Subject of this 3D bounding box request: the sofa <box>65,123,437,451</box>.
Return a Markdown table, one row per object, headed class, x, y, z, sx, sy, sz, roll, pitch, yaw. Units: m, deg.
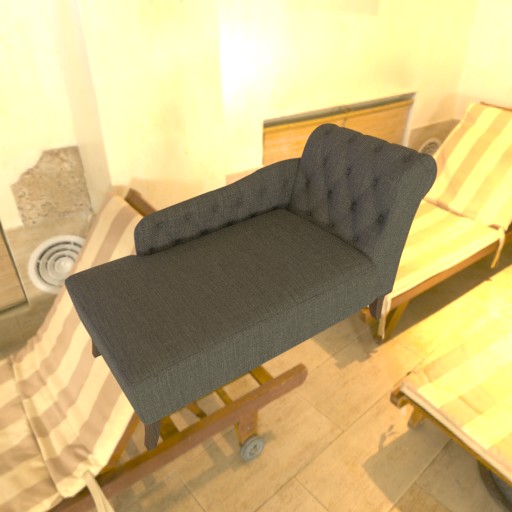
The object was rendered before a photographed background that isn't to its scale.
| class | x | y | z | sx | sy | sz | roll | pitch | yaw |
| --- | --- | --- | --- | --- | --- | --- | --- | --- | --- |
| sofa | 0.000 | 0.000 | 1.825 | 1.379 | 0.787 | 0.675 | -21 | 38 | -30 |
